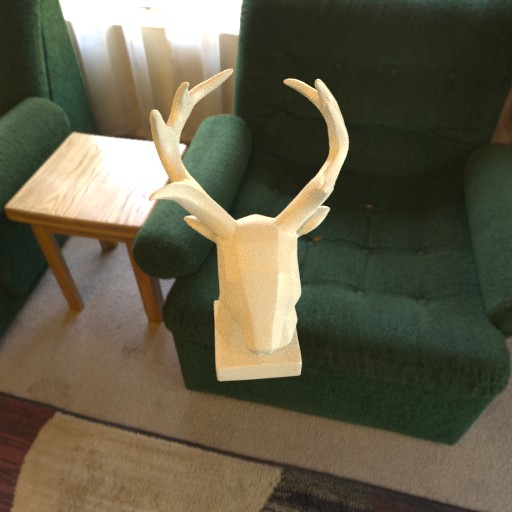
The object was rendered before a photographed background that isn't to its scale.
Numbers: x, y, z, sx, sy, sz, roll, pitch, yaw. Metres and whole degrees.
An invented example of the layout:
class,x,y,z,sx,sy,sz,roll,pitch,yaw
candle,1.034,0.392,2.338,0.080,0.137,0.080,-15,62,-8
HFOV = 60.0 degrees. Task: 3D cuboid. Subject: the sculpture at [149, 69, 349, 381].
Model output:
class,x,y,z,sx,sy,sz,roll,pitch,yaw
sculpture,0.000,0.000,0.462,0.174,0.329,0.224,-3,47,-3
